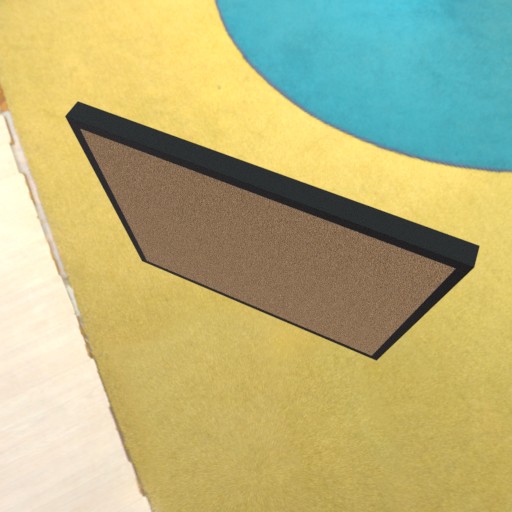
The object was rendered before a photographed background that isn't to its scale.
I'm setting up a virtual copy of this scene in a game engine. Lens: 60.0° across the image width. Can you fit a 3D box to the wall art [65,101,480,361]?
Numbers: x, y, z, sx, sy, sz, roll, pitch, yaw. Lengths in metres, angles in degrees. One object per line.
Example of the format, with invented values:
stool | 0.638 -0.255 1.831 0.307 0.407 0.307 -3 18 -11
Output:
wall art | 0.000 0.000 0.761 0.554 0.454 0.030 22 66 10
